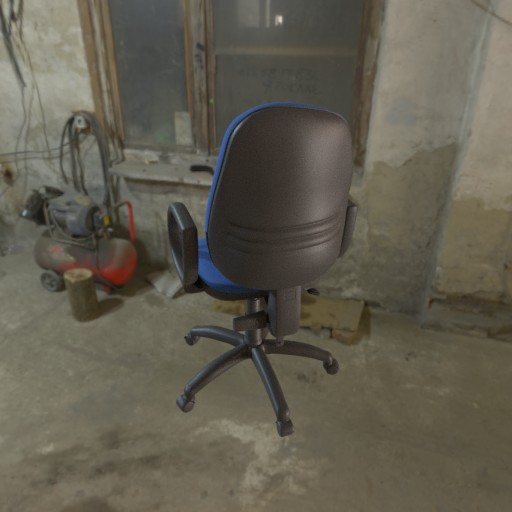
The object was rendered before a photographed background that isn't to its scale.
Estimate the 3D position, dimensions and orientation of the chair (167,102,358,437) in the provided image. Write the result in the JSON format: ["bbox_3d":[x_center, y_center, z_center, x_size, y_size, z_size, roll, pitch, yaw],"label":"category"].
[{"bbox_3d":[0.000,0.000,1.275,0.552,0.905,0.549,-9,28,-17],"label":"chair"}]
